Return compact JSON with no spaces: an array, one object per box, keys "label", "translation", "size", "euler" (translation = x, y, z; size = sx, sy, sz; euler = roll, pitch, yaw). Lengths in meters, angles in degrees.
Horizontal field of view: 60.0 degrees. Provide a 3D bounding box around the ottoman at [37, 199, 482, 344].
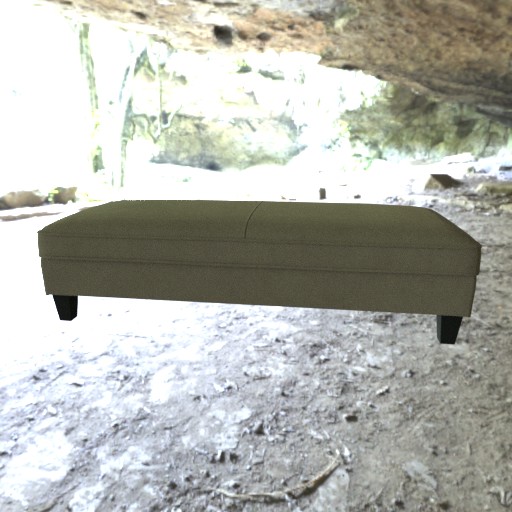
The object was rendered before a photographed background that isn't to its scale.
[{"label":"ottoman","translation":[0.000,0.000,2.035],"size":[1.726,0.460,0.735],"euler":[2,16,8]}]
